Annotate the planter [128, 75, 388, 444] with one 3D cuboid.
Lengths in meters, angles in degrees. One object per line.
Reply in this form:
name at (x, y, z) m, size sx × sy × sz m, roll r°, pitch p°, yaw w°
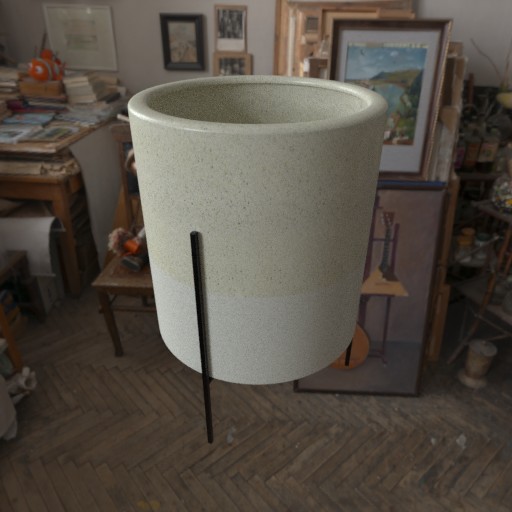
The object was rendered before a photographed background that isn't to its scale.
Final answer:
planter at (0.000, 0.000, 0.692) m, size 0.324 × 0.483 × 0.333 m, roll -19°, pitch 36°, yaw -29°
